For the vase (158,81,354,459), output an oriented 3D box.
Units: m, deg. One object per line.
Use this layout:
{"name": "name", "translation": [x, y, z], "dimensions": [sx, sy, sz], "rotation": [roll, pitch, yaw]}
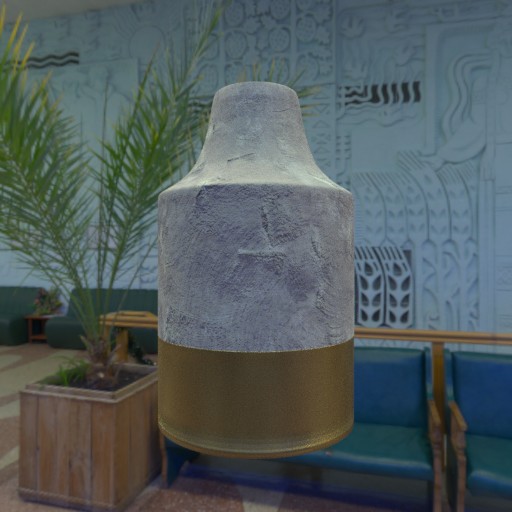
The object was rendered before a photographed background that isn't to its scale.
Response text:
{"name": "vase", "translation": [0.000, 0.000, 0.425], "dimensions": [0.184, 0.305, 0.184], "rotation": [0, 0, 0]}
